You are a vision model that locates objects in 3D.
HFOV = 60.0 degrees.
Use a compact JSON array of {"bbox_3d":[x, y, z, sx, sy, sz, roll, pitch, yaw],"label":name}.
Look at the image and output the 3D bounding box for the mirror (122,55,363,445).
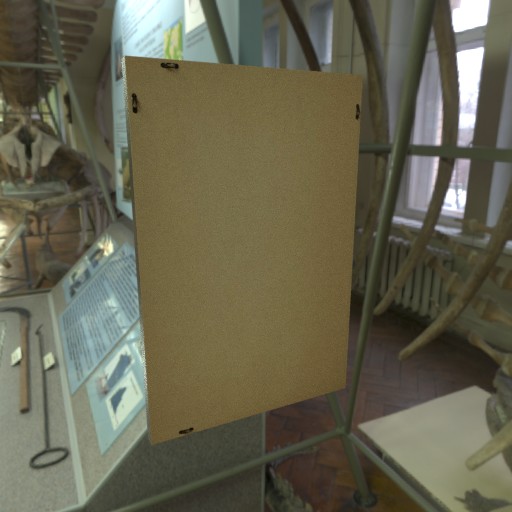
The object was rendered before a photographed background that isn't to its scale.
[{"bbox_3d":[0.000,0.000,1.155,0.609,0.915,0.041,-7,16,-26],"label":"mirror"}]
